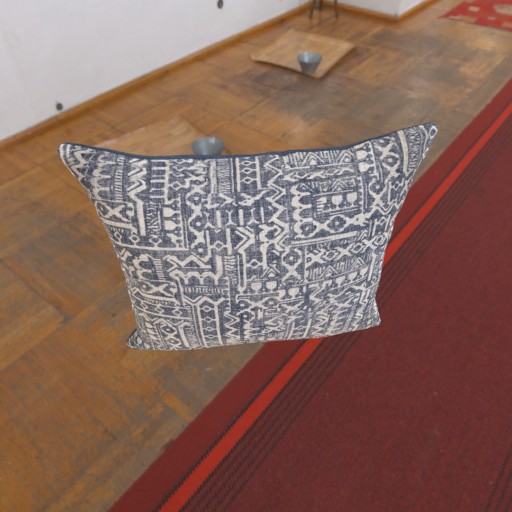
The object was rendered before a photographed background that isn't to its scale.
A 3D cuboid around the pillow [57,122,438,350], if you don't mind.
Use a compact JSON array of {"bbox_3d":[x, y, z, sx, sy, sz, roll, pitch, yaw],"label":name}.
[{"bbox_3d":[0.000,0.000,0.789,0.546,0.487,0.180,-4,45,-4],"label":"pillow"}]
